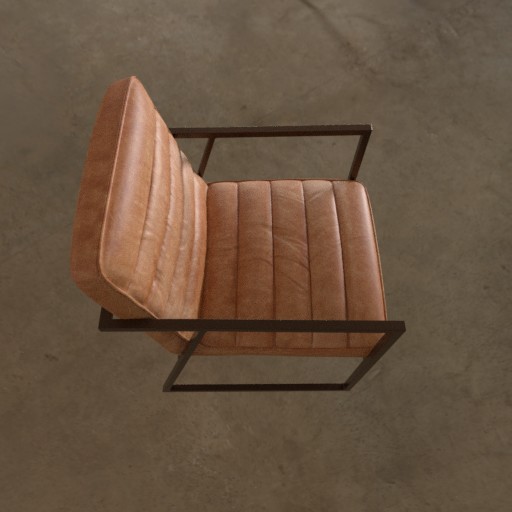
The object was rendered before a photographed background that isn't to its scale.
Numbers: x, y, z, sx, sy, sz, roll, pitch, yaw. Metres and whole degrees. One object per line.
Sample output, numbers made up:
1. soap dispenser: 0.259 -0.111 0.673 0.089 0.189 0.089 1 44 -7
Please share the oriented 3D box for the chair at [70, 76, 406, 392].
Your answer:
1. chair: 0.000 0.000 1.215 0.677 0.832 0.571 0 62 0
